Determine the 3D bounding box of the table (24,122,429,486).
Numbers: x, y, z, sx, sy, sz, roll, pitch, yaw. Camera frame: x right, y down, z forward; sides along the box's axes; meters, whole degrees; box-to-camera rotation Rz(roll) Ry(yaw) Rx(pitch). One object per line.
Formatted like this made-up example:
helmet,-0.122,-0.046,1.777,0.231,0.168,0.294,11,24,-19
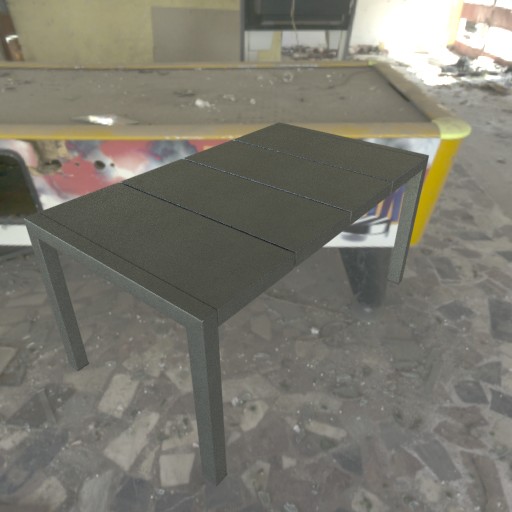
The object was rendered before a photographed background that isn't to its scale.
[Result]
table,0.000,0.000,1.279,0.559,0.460,0.965,23,39,32
